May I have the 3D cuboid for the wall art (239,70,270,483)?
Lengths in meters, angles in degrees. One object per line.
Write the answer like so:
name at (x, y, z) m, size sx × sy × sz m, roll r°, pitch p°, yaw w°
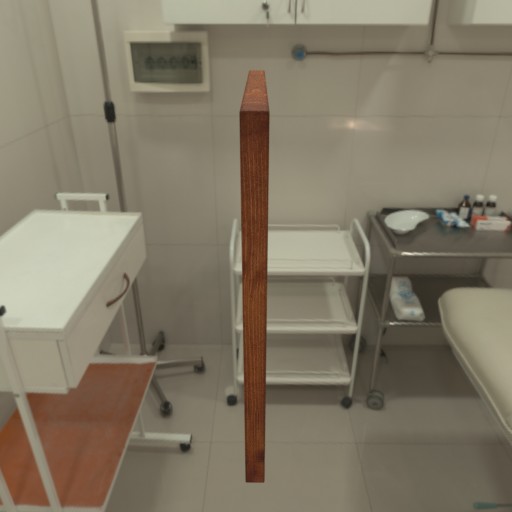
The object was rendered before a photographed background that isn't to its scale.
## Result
wall art at (0.000, 0.000, 0.768) m, size 0.030 × 0.558 × 0.462 m, roll 0°, pitch 27°, yaw 0°
